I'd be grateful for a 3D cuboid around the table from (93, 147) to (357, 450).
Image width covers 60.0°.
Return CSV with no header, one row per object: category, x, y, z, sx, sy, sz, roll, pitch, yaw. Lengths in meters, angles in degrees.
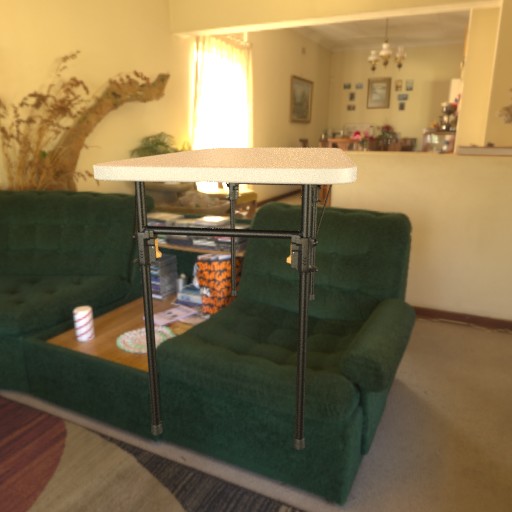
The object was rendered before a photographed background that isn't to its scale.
table,0.000,0.000,1.616,0.610,0.729,1.219,2,16,8
